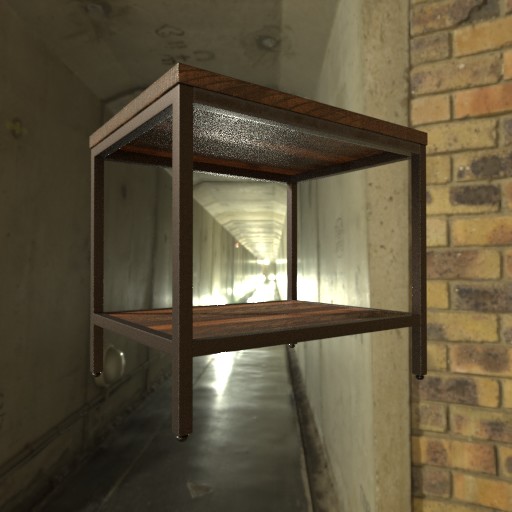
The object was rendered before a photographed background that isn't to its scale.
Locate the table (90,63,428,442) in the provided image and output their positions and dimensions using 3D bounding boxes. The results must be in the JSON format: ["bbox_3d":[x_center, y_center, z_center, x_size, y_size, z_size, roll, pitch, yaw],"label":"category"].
[{"bbox_3d":[0.000,0.000,1.117,0.678,0.612,0.524,0,-1,-35],"label":"table"}]
